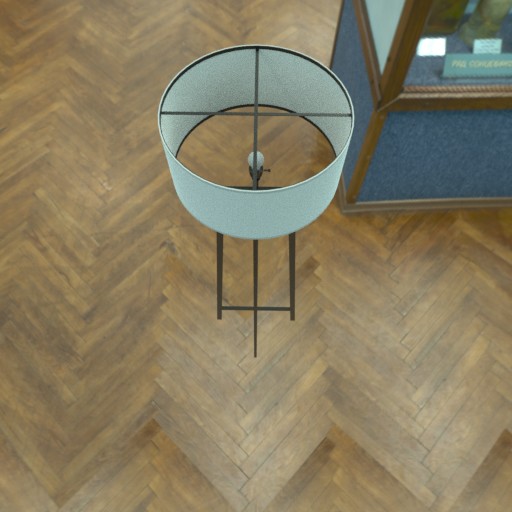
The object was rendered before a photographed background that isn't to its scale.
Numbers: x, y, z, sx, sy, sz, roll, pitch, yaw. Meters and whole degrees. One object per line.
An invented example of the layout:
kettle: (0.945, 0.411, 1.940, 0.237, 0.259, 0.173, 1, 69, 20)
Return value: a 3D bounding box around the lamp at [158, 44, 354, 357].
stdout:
lamp: (0.000, 0.000, 1.711, 0.456, 1.510, 0.457, 1, 63, 0)
